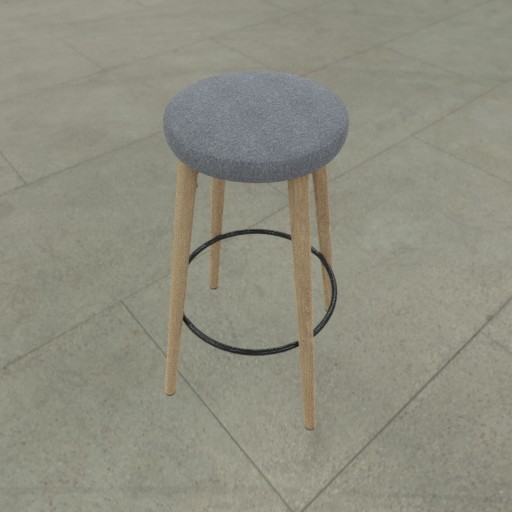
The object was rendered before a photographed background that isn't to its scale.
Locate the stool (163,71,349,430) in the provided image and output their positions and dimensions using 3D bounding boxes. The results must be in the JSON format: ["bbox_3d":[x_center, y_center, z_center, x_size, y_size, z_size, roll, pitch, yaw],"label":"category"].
[{"bbox_3d":[0.000,0.000,1.021,0.410,0.770,0.410,10,47,10],"label":"stool"}]
